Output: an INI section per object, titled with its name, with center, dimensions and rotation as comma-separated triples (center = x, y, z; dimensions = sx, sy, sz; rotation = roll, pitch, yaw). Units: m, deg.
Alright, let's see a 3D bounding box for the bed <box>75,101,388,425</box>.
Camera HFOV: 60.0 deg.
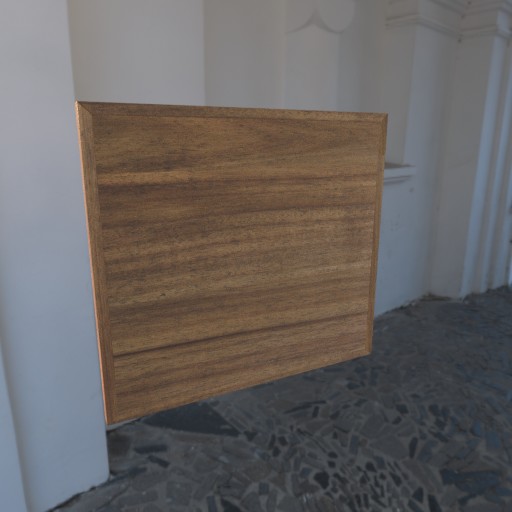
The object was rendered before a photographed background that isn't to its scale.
[bed]
center = 0.000, 0.000, 1.486
dimensions = 1.041, 0.940, 0.043
rotation = -7, 16, -26
